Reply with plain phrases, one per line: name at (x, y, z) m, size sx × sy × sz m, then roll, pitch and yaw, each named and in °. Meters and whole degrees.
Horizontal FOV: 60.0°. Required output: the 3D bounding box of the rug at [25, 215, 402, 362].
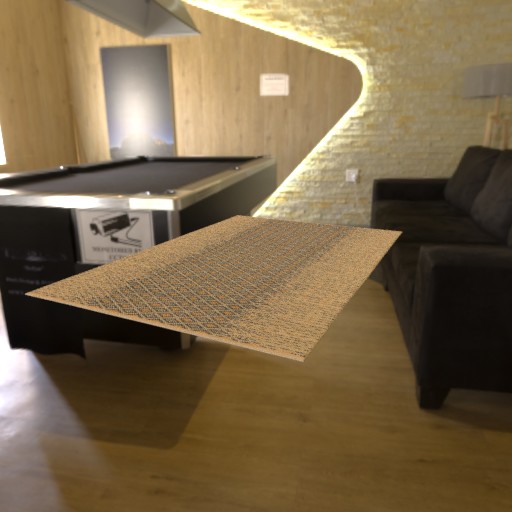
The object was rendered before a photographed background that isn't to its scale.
rug at (0.000, 0.000, 2.351) m, size 1.219 × 0.005 × 1.828 m, roll 8°, pitch 18°, yaw 25°
